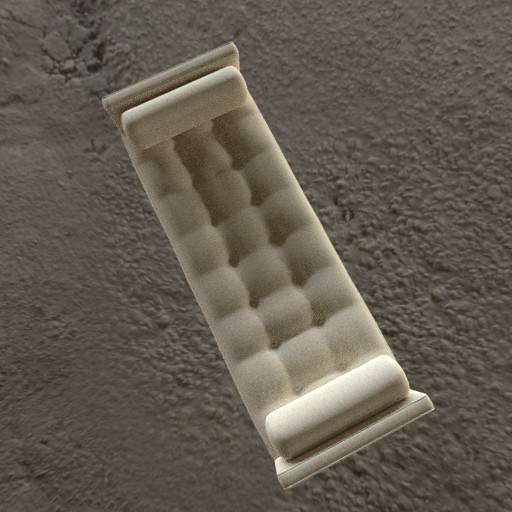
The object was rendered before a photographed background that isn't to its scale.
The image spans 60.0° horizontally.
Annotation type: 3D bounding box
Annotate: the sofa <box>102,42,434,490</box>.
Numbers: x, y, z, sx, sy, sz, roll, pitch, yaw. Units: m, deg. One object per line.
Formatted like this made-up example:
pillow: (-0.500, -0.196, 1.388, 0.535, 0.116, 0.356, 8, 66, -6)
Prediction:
sofa: (0.000, 0.000, 2.307, 0.746, 0.641, 1.985, -26, 80, -5)
